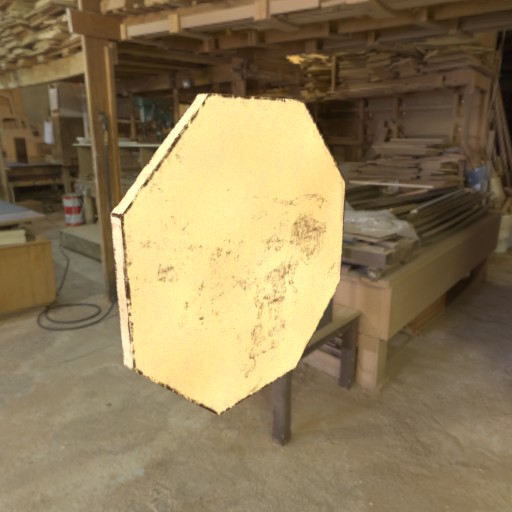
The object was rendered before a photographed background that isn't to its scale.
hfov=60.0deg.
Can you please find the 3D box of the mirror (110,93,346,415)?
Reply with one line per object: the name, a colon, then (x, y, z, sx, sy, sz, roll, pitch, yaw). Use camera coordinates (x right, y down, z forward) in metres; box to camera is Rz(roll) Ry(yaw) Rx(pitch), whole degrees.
mirror: (0.000, 0.000, 0.959, 0.031, 0.648, 0.648, 15, 22, 41)
